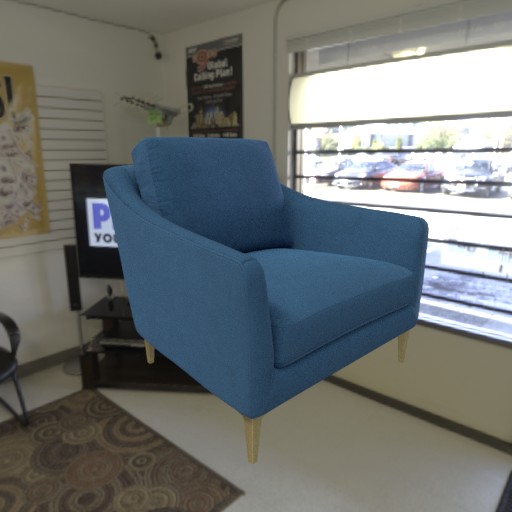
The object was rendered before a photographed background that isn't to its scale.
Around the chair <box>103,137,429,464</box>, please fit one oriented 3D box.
[{"bbox_3d":[0.000,0.000,1.723,0.987,0.899,0.961,-13,18,-43],"label":"chair"}]
